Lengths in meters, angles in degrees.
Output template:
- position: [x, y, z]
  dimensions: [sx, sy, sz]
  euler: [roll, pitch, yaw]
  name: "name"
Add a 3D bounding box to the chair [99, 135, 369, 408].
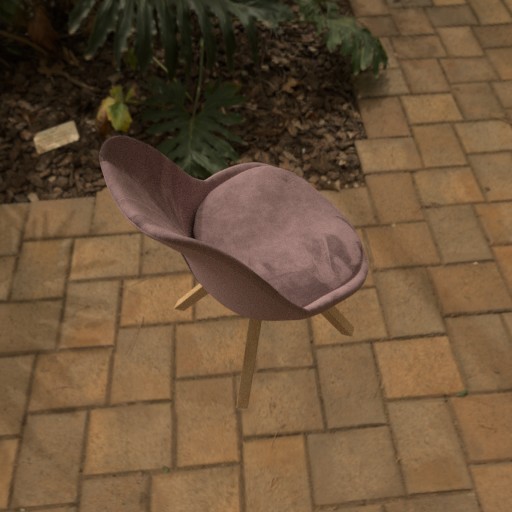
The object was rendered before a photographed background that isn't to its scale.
- position: [0.000, 0.000, 1.155]
  dimensions: [0.550, 0.850, 0.485]
  euler: [-30, 63, -17]
  name: "chair"
